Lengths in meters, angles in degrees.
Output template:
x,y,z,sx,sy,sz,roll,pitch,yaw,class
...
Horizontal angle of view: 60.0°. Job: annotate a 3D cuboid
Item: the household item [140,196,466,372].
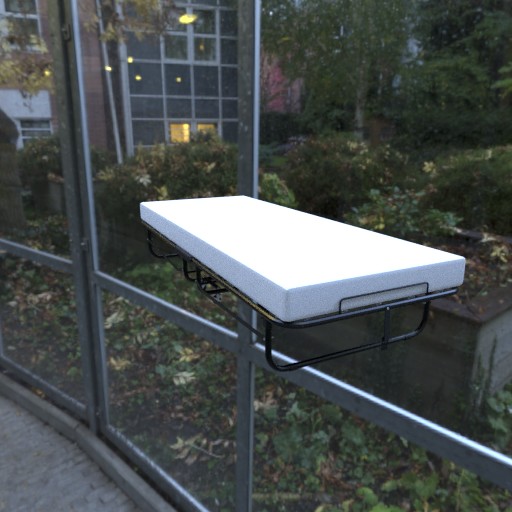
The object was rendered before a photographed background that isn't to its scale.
x,y,z,sx,sy,sz,roll,pitch,yaw,class
0.000,0.000,2.256,0.787,0.356,1.905,-8,17,-26,household item
